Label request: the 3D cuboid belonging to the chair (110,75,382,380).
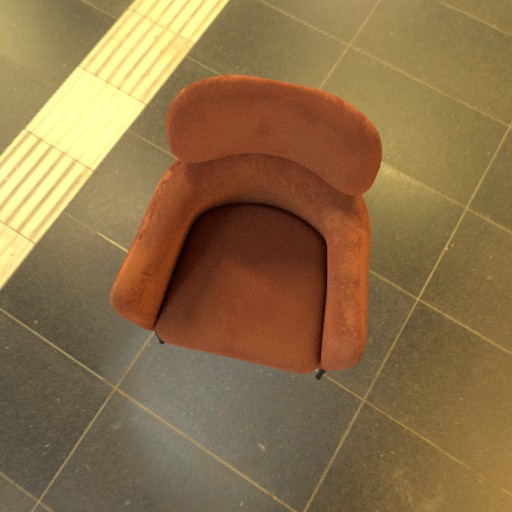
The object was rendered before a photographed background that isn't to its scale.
[{"bbox_3d":[0.000,0.000,1.137,0.561,0.772,0.523,12,75,3],"label":"chair"}]
